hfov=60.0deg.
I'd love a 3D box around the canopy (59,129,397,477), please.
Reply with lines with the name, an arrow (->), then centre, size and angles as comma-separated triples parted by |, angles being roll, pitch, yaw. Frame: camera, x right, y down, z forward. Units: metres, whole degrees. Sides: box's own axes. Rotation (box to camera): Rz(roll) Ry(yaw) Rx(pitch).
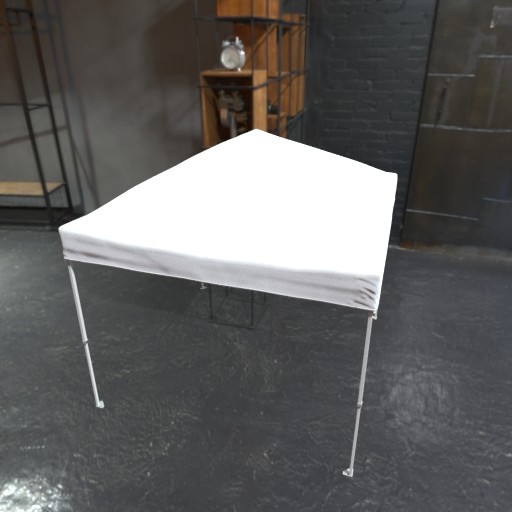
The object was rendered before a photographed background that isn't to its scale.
canopy -> 0.000, 0.000, 5.367 | 2.996, 2.997, 2.998 | 8, 27, 16
